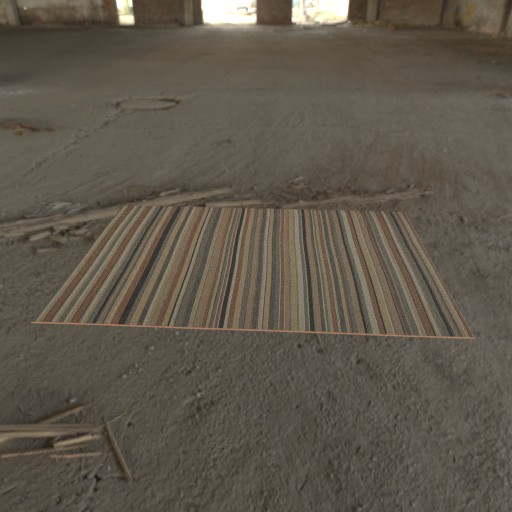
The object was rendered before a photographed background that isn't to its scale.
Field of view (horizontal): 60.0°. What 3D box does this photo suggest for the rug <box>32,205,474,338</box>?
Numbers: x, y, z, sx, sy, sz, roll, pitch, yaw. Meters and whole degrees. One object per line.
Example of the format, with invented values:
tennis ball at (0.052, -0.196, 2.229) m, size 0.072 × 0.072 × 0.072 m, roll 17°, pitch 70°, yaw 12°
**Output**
rug at (0.000, 0.000, 2.348) m, size 1.829 × 0.008 × 1.219 m, roll 2°, pitch 30°, yaw 3°
